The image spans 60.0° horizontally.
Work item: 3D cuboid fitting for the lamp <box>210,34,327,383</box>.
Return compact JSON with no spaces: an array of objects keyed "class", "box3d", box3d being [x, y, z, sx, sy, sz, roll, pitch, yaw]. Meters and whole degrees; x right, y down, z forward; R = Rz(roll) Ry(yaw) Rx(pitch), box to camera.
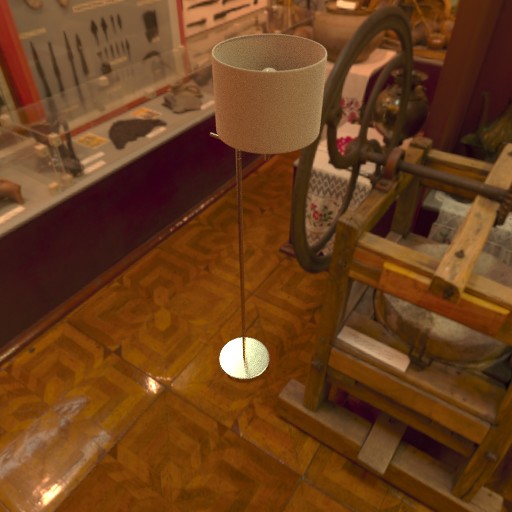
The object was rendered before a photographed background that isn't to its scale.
[{"class":"lamp","box3d":[0.000,0.000,1.799,0.416,1.600,0.324,26,48,26]}]
